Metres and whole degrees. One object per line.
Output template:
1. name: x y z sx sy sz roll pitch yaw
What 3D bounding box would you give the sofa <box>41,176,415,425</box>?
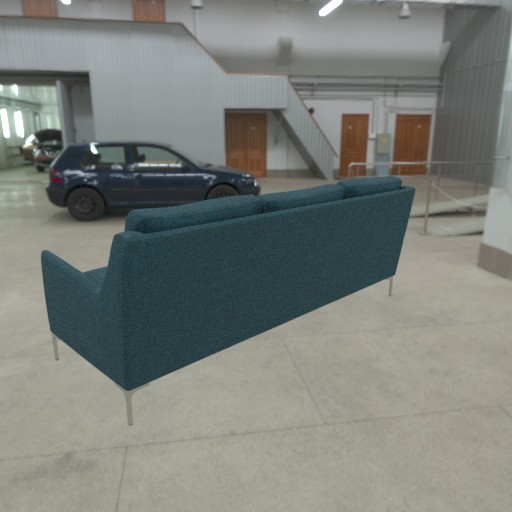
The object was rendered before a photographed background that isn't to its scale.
1. sofa: 0.000 0.000 2.504 2.060 0.837 0.849 -15 21 -43
